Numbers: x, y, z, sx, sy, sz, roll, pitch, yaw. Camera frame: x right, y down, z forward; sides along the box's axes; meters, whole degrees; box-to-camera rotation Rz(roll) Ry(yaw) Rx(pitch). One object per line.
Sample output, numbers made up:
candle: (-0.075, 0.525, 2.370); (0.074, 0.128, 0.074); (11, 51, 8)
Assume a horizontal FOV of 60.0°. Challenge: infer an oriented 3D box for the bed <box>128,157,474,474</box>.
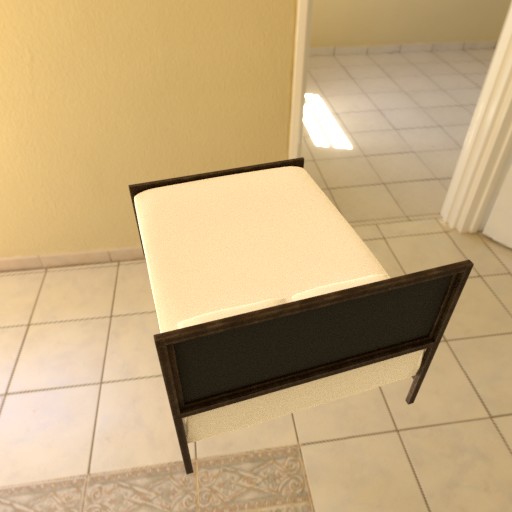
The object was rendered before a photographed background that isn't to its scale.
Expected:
bed: (0.000, 0.000, 3.283); (1.607, 1.313, 2.221); (-12, 42, -13)
